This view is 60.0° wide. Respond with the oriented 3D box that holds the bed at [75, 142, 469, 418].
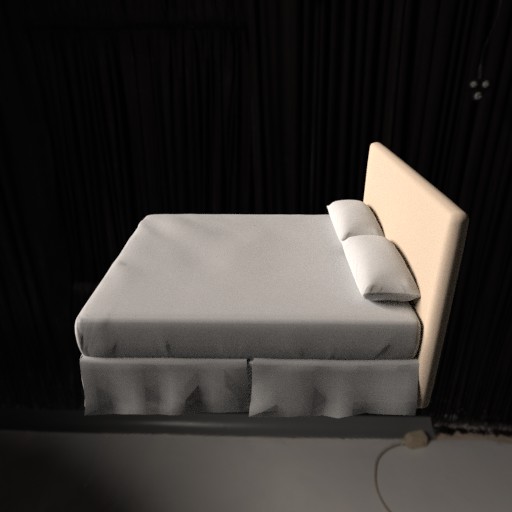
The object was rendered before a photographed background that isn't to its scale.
[{"bbox_3d":[0.000,0.000,3.253,2.142,1.330,1.884,0,25,1],"label":"bed"}]
